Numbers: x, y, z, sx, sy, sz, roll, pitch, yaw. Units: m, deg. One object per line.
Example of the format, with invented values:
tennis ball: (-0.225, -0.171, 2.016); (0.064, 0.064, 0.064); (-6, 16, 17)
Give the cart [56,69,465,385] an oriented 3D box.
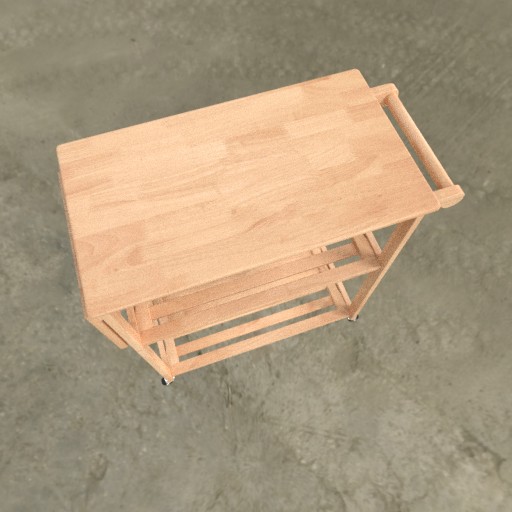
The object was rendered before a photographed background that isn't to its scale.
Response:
cart: (0.000, 0.000, 1.373); (0.853, 0.879, 0.432); (-17, 66, -8)
